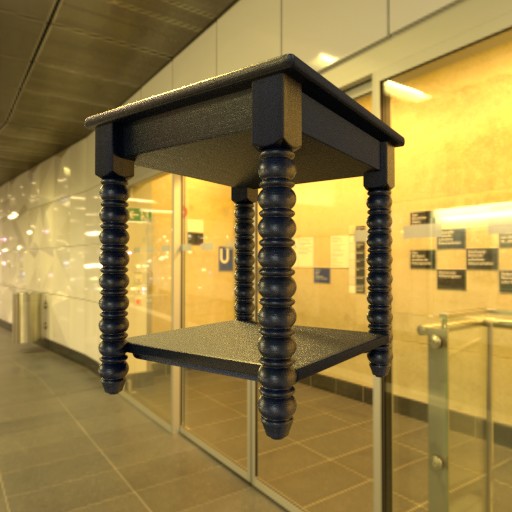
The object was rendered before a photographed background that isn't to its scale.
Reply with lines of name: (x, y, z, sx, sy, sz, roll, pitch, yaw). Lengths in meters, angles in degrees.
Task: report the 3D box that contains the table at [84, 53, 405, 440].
table: (0.000, 0.000, 0.983, 0.500, 0.567, 0.533, -1, -1, 35)
